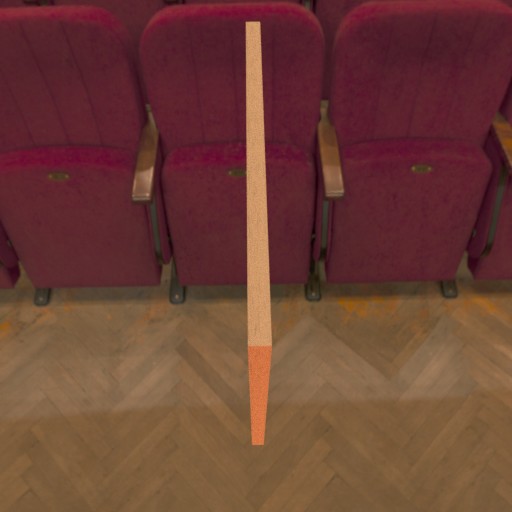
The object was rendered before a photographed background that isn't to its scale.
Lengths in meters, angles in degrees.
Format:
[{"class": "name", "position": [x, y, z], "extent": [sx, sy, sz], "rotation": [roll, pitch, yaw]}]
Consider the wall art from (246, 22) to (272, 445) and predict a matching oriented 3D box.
[{"class": "wall art", "position": [0.000, 0.000, 1.485], "extent": [0.045, 1.016, 1.016], "rotation": [-1, 58, 0]}]
